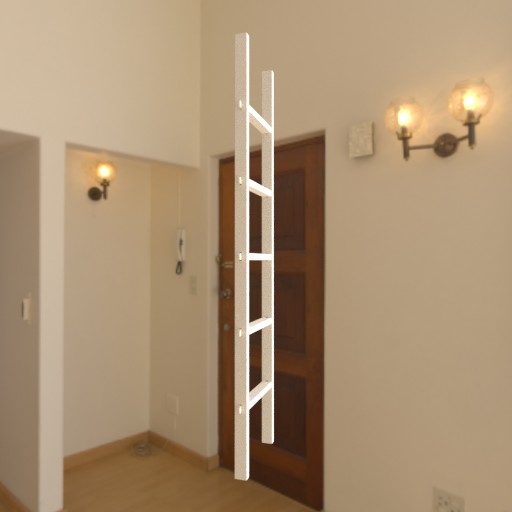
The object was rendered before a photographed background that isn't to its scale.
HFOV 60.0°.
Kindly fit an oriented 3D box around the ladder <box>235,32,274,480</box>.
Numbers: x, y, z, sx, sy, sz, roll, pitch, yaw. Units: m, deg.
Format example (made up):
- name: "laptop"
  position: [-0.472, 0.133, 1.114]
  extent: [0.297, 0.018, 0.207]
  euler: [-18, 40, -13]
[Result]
- name: "ladder"
  position: [0.000, 0.000, 1.976]
  extent: [0.051, 1.797, 0.452]
  euler: [0, -1, 18]
